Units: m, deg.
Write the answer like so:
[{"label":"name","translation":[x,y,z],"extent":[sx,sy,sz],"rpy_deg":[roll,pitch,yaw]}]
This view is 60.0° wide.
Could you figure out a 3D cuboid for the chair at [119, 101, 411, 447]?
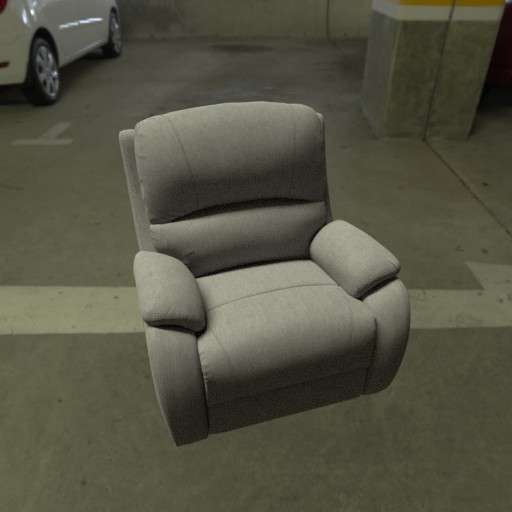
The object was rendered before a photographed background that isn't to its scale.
[{"label":"chair","translation":[0.000,0.000,1.733],"extent":[0.930,1.011,0.899],"rpy_deg":[-10,34,-15]}]
